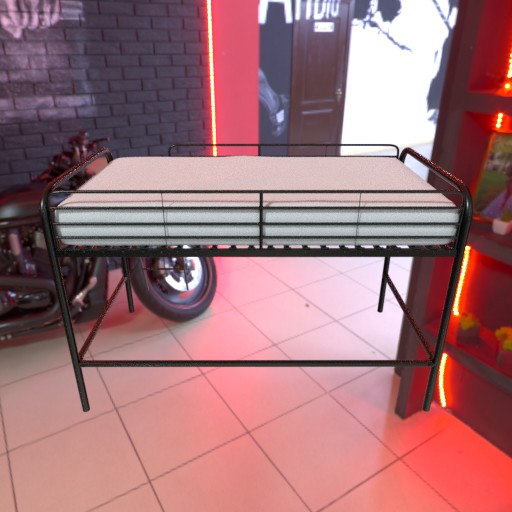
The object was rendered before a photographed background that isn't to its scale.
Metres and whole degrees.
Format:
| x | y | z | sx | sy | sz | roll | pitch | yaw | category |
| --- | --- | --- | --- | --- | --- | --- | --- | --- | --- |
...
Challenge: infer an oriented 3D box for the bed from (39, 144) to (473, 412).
| x | y | z | sx | sy | sz | roll | pitch | yaw | category |
| --- | --- | --- | --- | --- | --- | --- | --- | --- | --- |
| 0.000 | 0.000 | 2.849 | 1.968 | 1.289 | 1.393 | 0 | 25 | 0 | bed |
